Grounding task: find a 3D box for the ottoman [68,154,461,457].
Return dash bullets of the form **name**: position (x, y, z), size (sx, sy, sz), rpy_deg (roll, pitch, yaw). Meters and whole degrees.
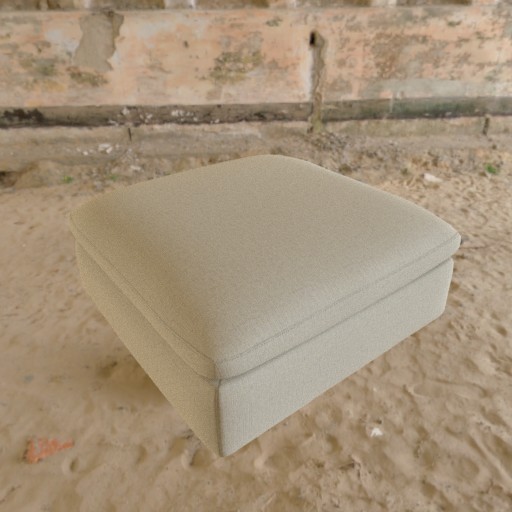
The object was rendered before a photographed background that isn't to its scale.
- **ottoman**: position (0.000, 0.000, 1.540), size (0.996, 0.467, 0.977), rpy_deg (-21, 37, -32)
